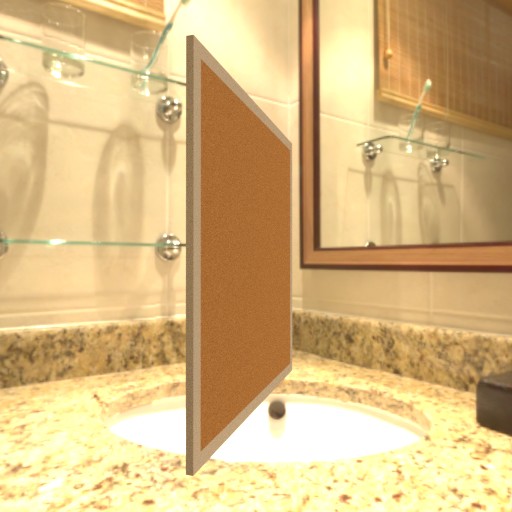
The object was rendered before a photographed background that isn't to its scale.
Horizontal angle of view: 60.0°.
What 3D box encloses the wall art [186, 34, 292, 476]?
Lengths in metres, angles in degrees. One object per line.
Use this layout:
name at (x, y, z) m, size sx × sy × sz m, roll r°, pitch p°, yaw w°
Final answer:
wall art at (0.000, 0.000, 0.677) m, size 0.009 × 0.457 × 0.456 m, roll 0°, pitch 0°, yaw 18°
